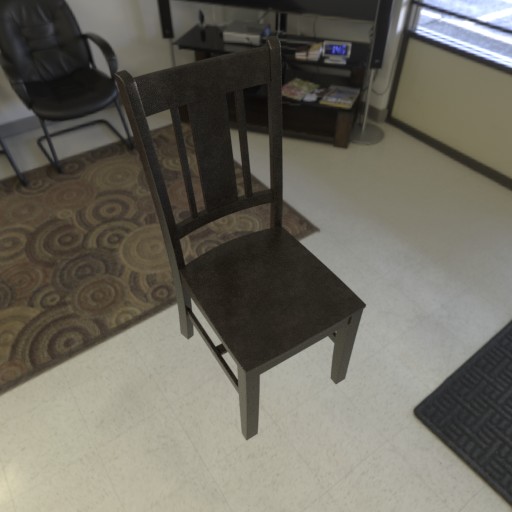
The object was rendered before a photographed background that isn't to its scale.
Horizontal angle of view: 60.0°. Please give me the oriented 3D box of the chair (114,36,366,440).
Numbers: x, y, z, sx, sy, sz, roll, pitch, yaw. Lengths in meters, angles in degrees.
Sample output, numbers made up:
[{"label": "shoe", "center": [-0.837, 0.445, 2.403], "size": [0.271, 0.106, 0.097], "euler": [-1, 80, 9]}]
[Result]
[{"label": "chair", "center": [0.000, 0.000, 1.301], "size": [0.450, 0.998, 0.555], "euler": [-24, 50, -22]}]
